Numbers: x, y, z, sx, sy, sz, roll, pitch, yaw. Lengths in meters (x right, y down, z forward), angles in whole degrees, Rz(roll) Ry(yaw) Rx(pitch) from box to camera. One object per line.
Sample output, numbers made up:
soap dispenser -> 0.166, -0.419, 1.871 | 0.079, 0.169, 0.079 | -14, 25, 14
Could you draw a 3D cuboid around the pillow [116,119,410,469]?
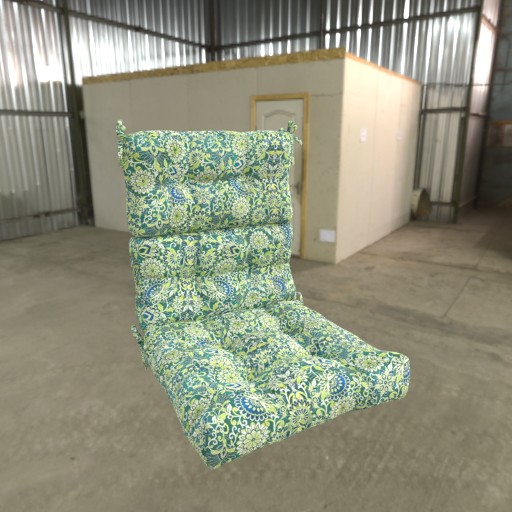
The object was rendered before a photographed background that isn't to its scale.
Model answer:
pillow -> 0.000, 0.000, 1.012 | 0.519, 0.605, 0.571 | -8, 18, -26
